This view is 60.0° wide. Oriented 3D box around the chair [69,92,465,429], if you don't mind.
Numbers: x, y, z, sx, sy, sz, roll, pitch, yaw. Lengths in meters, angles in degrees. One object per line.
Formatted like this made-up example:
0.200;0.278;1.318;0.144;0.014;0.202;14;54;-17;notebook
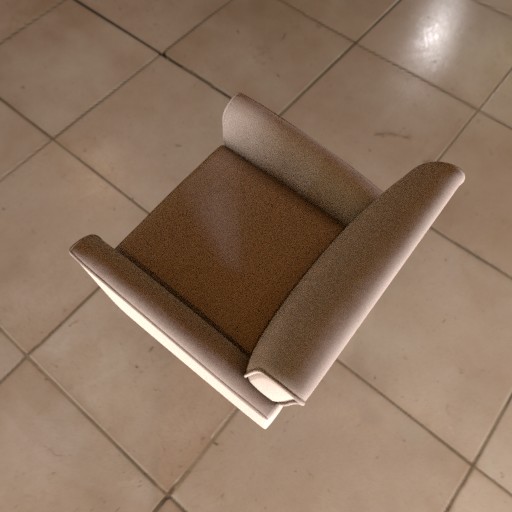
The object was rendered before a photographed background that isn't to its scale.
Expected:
0.000;0.000;1.518;0.820;0.915;0.820;36;70;15;chair
